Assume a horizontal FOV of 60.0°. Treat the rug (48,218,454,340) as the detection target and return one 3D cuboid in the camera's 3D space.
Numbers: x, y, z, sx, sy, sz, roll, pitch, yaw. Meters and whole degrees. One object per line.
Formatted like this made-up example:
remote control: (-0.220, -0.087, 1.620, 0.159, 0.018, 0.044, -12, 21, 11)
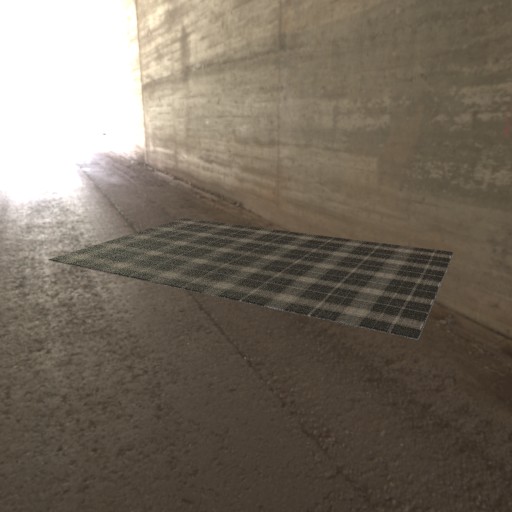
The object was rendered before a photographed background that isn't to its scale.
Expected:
rug: (0.000, 0.000, 3.119, 2.434, 0.015, 1.520, 9, 19, 27)
